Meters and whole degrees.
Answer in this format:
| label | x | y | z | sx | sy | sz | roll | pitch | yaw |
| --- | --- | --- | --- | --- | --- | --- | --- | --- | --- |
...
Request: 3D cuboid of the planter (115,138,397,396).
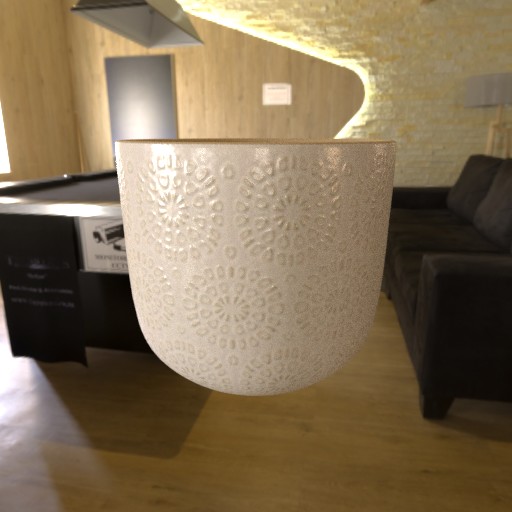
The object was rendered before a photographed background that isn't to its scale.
| label | x | y | z | sx | sy | sz | roll | pitch | yaw |
| --- | --- | --- | --- | --- | --- | --- | --- | --- | --- |
| planter | 0.000 | 0.000 | 0.299 | 0.170 | 0.152 | 0.170 | 0 | 15 | 0 |
